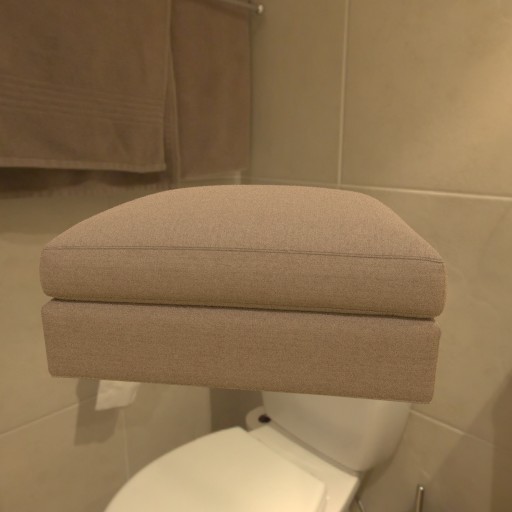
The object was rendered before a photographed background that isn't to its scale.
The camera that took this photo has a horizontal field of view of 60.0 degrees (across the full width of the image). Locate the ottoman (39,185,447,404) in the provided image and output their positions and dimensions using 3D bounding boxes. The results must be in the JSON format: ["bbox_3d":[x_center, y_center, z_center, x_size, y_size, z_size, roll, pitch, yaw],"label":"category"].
[{"bbox_3d":[0.000,0.000,1.582,1.041,0.470,1.041,2,14,7],"label":"ottoman"}]
